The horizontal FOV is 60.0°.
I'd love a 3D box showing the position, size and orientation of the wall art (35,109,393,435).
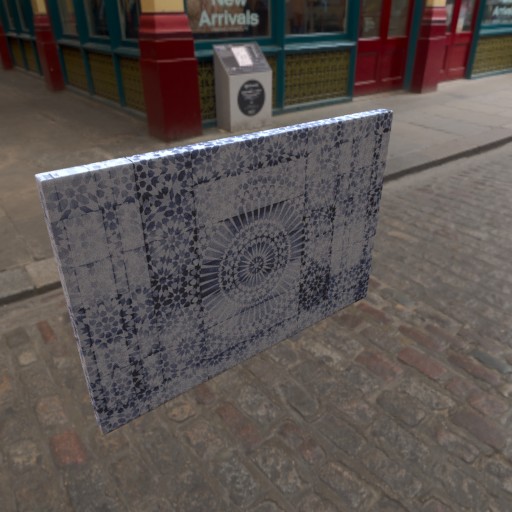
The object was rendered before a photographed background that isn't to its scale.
[{"bbox_3d":[0.000,0.000,0.747,0.608,0.406,0.030,-21,35,-32],"label":"wall art"}]
